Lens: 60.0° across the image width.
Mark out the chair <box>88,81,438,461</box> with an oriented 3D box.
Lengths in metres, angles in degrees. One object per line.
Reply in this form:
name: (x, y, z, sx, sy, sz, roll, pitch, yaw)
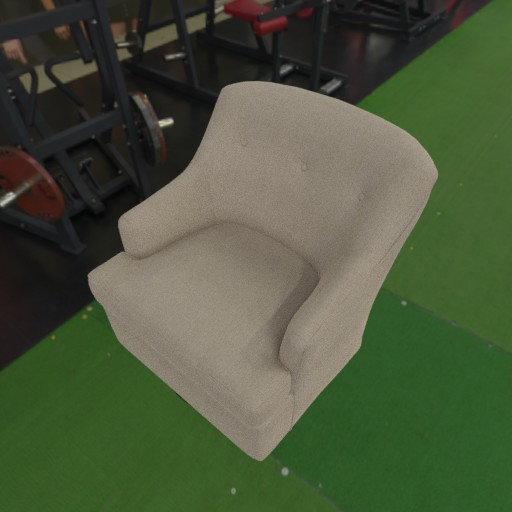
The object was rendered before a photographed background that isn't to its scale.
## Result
chair: (0.000, 0.000, 1.576, 0.864, 0.856, 0.923, 31, 53, 27)
